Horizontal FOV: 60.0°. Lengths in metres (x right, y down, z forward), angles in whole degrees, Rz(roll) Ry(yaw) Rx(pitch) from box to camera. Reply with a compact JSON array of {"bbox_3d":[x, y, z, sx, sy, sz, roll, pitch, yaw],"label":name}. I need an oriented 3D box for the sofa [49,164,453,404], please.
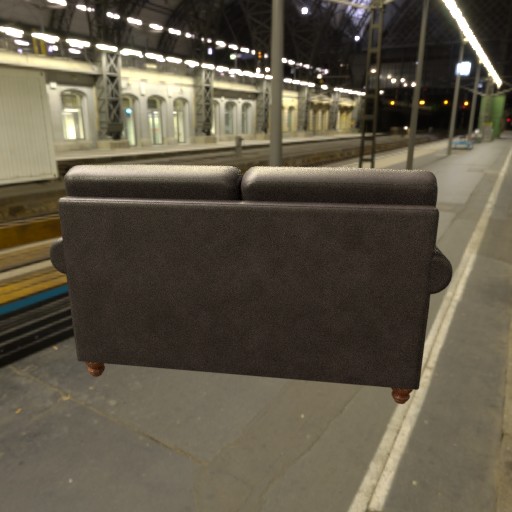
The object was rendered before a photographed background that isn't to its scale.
[{"bbox_3d":[0.000,0.000,2.297,1.663,0.979,1.030,3,17,8],"label":"sofa"}]
